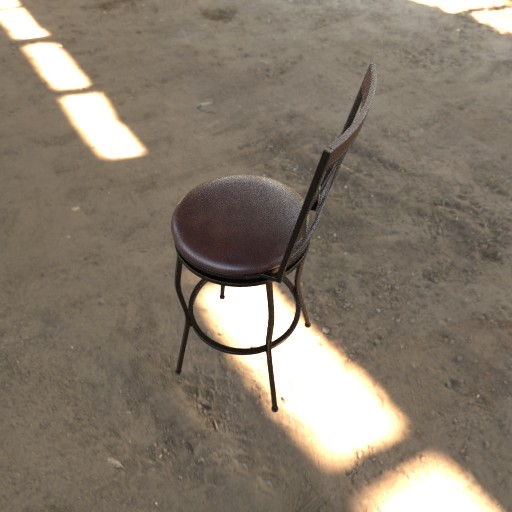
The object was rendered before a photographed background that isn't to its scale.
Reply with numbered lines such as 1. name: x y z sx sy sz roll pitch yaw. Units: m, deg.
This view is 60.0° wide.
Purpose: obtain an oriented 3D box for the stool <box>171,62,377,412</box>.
1. stool: 0.000 0.000 1.409 0.521 1.134 0.432 16 48 15
